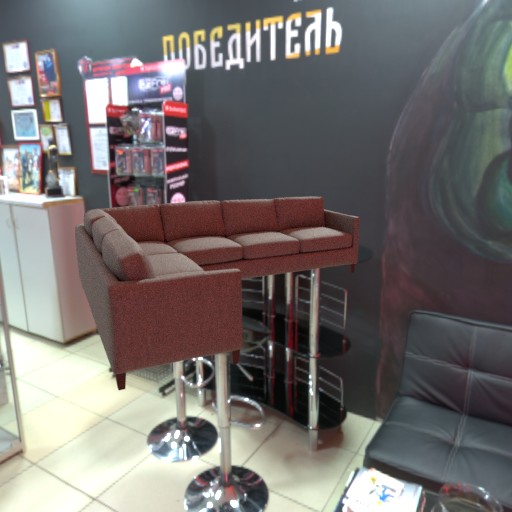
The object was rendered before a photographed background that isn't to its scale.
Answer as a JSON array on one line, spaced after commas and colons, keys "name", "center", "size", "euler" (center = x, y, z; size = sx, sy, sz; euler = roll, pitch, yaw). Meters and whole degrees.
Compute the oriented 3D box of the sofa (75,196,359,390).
[{"name": "sofa", "center": [0.000, 0.000, 4.591], "size": [3.302, 0.947, 2.593], "euler": [-7, 15, -25]}]
